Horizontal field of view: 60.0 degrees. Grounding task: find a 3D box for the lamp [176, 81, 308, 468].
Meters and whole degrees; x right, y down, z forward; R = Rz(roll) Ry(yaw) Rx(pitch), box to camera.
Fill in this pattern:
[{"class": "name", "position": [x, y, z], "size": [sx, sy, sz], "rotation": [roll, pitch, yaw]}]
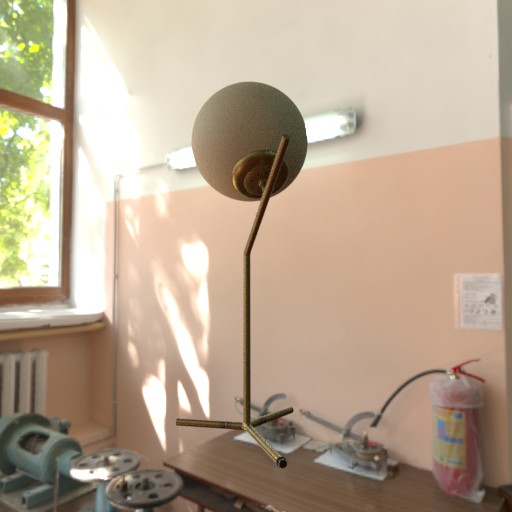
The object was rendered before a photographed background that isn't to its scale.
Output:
[{"class": "lamp", "position": [0.000, 0.000, 0.676], "size": [0.210, 0.552, 0.251], "rotation": [1, -3, -19]}]
